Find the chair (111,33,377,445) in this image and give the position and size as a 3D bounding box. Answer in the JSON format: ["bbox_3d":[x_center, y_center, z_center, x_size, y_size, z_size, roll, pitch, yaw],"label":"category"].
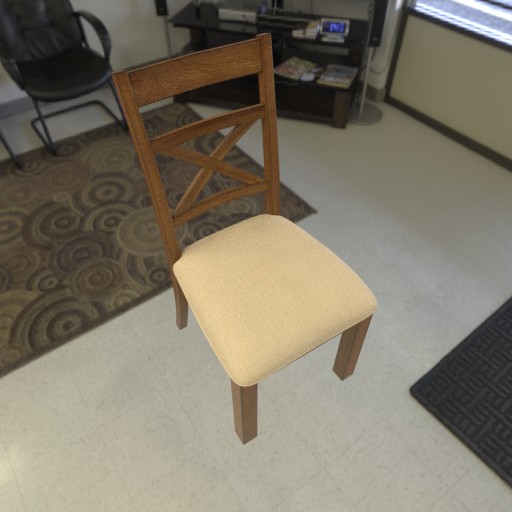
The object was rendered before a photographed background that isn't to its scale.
[{"bbox_3d":[0.000,0.000,1.238,0.461,0.949,0.581,-25,52,-21],"label":"chair"}]
